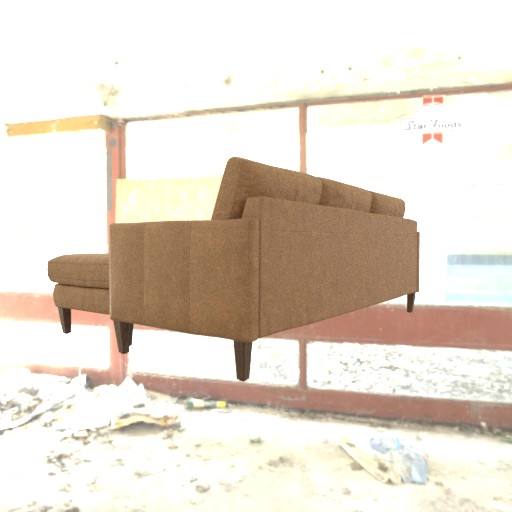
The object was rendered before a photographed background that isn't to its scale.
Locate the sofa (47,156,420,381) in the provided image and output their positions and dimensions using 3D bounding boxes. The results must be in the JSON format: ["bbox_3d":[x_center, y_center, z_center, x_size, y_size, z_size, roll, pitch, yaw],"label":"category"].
[{"bbox_3d":[0.000,0.000,2.908,1.506,0.876,2.178,1,2,36],"label":"sofa"}]
